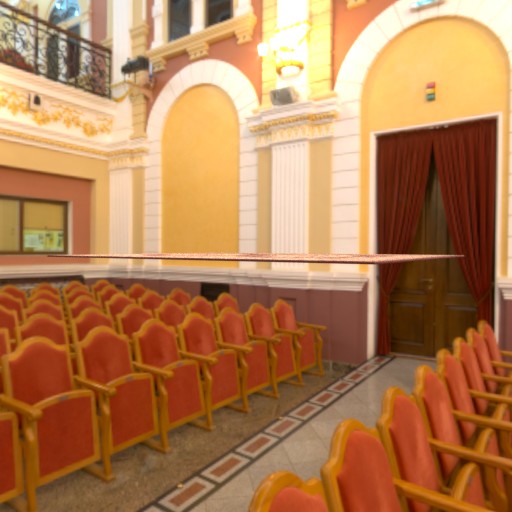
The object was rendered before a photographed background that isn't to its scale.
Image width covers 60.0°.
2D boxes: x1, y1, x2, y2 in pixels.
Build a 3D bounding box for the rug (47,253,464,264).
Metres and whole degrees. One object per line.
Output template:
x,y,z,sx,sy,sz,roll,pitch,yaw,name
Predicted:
0.000,0.000,2.898,2.210,0.011,1.599,1,1,36,rug
